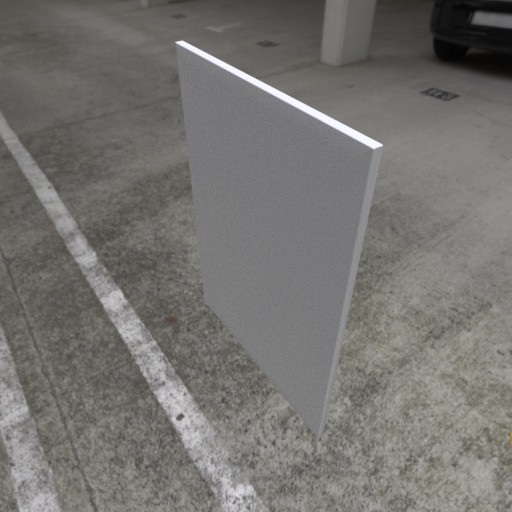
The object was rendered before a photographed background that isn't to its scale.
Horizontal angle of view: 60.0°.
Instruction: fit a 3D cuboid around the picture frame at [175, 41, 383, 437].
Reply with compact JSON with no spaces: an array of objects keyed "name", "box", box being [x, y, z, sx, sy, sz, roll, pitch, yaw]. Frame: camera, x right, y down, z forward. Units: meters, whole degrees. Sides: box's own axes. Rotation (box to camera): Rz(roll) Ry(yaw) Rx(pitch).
[{"name":"picture frame","box":[0.000,0.000,0.685,0.012,0.534,0.381,-25,47,-25]}]
